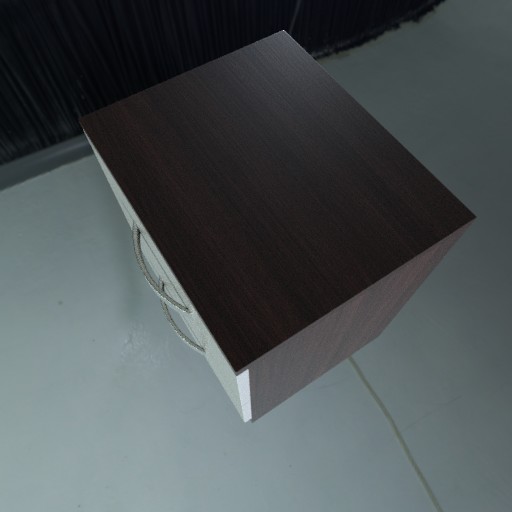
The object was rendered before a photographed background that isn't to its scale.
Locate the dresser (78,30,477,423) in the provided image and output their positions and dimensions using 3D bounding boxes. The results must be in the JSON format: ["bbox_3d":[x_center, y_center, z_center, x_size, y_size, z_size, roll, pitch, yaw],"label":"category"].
[{"bbox_3d":[0.000,0.000,0.761,0.360,0.470,0.400,-30,67,-14],"label":"dresser"}]
